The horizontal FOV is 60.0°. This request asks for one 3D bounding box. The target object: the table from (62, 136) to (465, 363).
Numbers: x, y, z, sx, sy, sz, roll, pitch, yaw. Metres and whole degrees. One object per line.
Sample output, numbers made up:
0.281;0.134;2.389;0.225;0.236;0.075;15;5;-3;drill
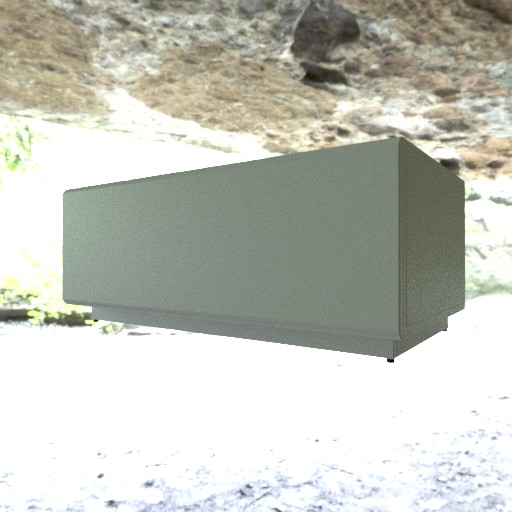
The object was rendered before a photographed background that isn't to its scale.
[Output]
0.000;0.000;1.386;1.097;0.442;0.639;0;0;35;table
